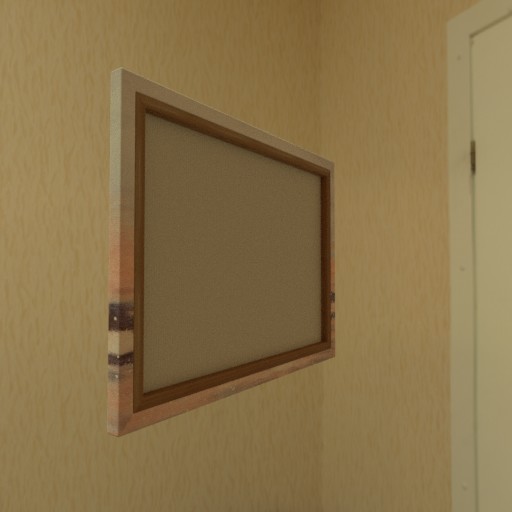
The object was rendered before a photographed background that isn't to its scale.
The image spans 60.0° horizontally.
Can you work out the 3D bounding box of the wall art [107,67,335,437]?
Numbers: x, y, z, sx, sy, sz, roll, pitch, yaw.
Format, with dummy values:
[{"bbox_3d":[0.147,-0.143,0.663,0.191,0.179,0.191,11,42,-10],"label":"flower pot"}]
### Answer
[{"bbox_3d":[0.000,0.000,1.332,0.038,0.763,1.015,-1,-2,35],"label":"wall art"}]
